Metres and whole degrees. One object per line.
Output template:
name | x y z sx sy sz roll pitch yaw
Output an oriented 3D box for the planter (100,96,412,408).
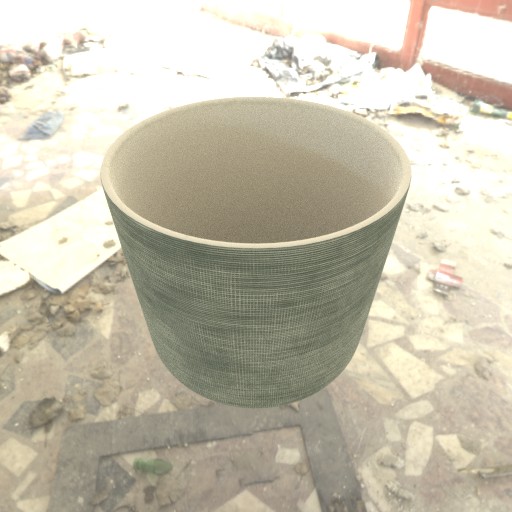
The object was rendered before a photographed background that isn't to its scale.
planter | 0.000 0.000 0.776 0.440 0.398 0.440 0 41 0
